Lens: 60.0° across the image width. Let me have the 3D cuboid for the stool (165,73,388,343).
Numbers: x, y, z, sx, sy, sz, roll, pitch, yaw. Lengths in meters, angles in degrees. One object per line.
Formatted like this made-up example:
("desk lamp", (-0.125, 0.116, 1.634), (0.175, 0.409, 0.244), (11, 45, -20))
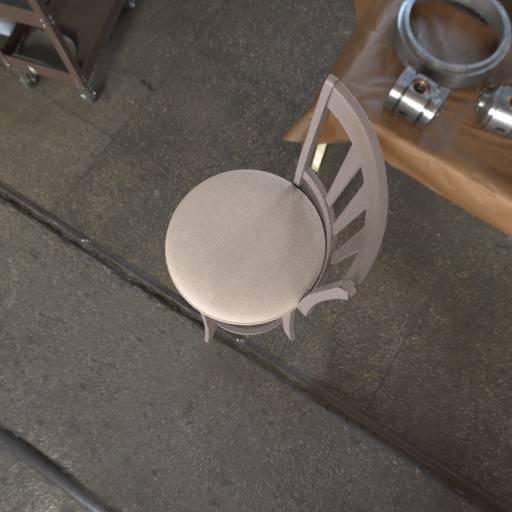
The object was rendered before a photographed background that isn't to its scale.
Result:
("stool", (0.000, 0.000, 1.273), (0.475, 1.023, 0.436), (-1, 74, 0))
